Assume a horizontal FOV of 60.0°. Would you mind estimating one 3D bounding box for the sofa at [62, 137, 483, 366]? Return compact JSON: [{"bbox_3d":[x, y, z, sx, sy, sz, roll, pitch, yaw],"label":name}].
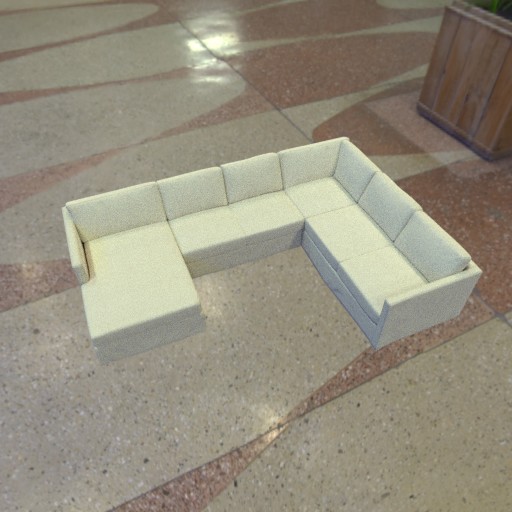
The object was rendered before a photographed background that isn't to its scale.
[{"bbox_3d":[0.000,0.000,4.496,3.464,0.882,2.448,-17,48,-16],"label":"sofa"}]
